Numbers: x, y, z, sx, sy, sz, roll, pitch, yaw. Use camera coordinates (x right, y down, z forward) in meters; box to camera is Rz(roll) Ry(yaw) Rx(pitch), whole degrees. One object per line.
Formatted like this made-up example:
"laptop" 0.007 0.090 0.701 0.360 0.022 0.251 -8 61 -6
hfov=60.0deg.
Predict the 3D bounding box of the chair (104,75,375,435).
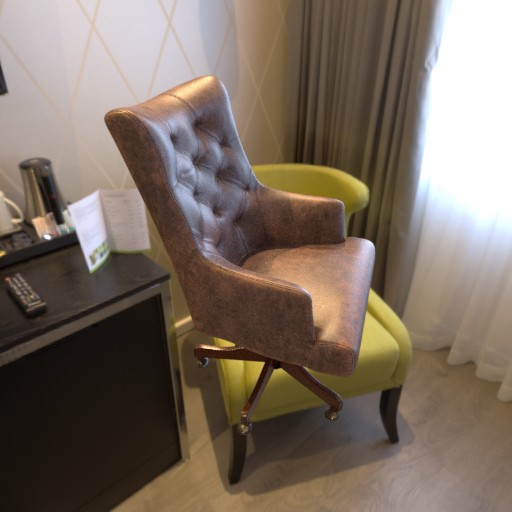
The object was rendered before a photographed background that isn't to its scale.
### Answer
"chair" 0.000 0.000 1.485 0.762 1.035 0.641 9 32 15
